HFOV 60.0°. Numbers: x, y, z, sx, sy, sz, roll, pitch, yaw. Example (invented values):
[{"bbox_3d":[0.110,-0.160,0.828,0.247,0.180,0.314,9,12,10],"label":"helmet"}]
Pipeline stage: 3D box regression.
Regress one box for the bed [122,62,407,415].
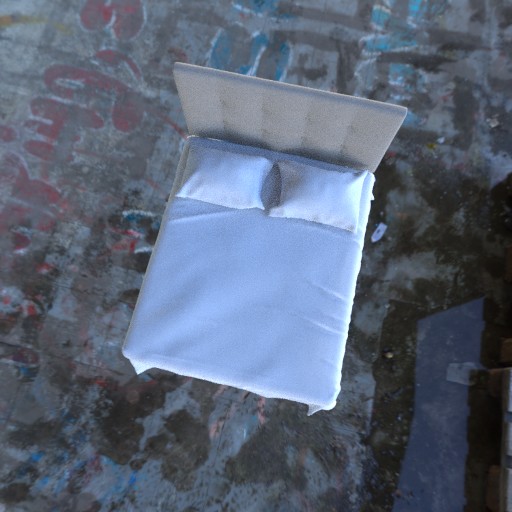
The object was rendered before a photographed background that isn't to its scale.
[{"bbox_3d":[0.000,0.000,3.493,1.936,1.577,2.222,13,75,3],"label":"bed"}]
